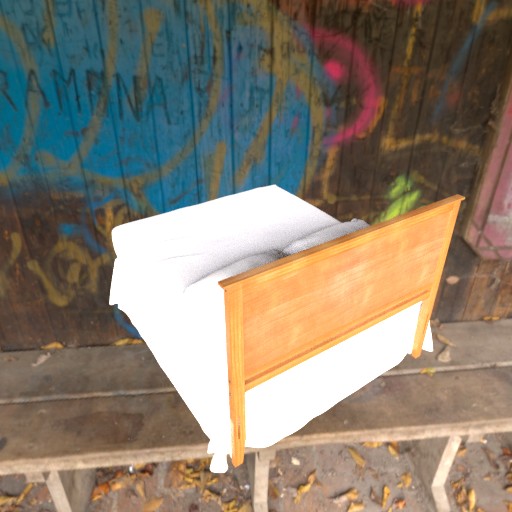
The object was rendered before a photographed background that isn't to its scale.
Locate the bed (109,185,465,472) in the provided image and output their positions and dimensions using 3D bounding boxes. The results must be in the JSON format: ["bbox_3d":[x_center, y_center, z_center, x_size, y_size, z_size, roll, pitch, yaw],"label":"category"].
[{"bbox_3d":[0.000,0.000,3.268,1.870,1.273,2.035,-19,36,-28],"label":"bed"}]
